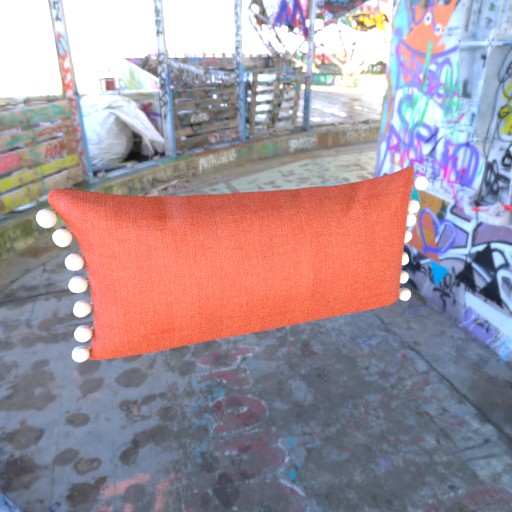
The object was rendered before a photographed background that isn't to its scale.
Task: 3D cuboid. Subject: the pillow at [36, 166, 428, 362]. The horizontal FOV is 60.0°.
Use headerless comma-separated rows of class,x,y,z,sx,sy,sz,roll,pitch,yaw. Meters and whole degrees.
pillow,0.000,0.000,0.834,0.709,0.322,0.201,-8,26,-16
